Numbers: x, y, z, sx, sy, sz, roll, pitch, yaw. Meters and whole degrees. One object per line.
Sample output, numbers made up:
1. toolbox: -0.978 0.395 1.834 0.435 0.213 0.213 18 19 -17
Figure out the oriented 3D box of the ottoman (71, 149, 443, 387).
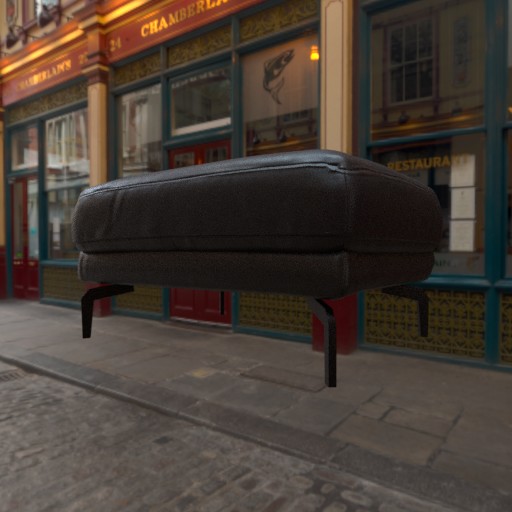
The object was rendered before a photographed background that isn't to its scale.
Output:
1. ottoman: 0.000 0.000 1.089 0.764 0.402 0.570 0 1 36
